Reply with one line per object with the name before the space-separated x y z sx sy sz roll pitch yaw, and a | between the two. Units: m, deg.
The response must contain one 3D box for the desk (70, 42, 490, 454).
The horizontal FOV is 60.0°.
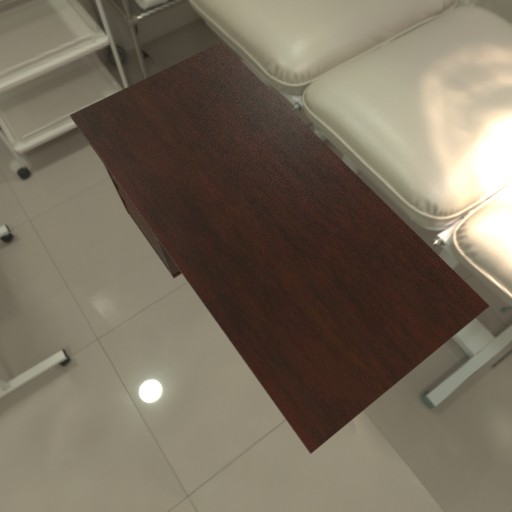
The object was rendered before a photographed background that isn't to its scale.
desk | 0.000 0.000 1.668 0.612 0.758 1.277 -33 68 -15
